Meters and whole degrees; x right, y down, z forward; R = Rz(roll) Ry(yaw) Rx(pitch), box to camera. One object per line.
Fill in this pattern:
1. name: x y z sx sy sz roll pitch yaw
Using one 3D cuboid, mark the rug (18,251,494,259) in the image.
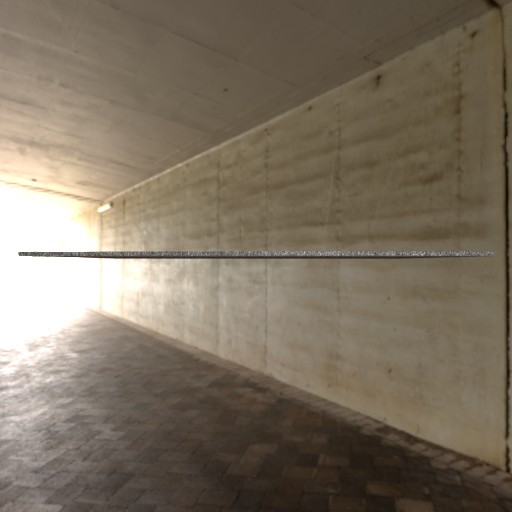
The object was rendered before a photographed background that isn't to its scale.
1. rug: 0.000 0.000 2.919 2.350 0.025 1.502 0 -1 1
